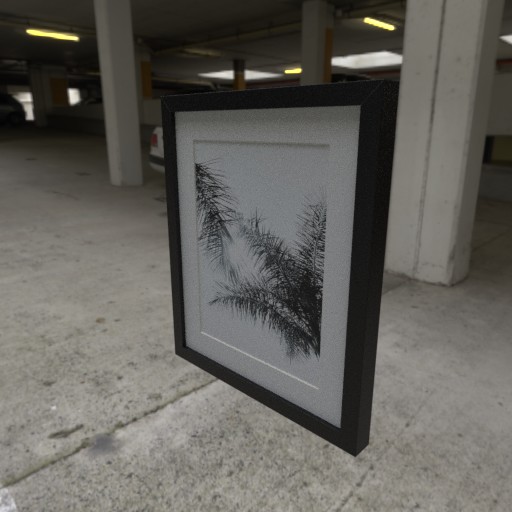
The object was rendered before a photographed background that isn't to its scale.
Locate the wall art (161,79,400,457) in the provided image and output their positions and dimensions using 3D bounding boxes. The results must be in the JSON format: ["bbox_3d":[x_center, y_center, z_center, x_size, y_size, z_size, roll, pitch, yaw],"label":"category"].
[{"bbox_3d":[0.000,0.000,0.542,0.325,0.380,0.028,15,22,42],"label":"wall art"}]
